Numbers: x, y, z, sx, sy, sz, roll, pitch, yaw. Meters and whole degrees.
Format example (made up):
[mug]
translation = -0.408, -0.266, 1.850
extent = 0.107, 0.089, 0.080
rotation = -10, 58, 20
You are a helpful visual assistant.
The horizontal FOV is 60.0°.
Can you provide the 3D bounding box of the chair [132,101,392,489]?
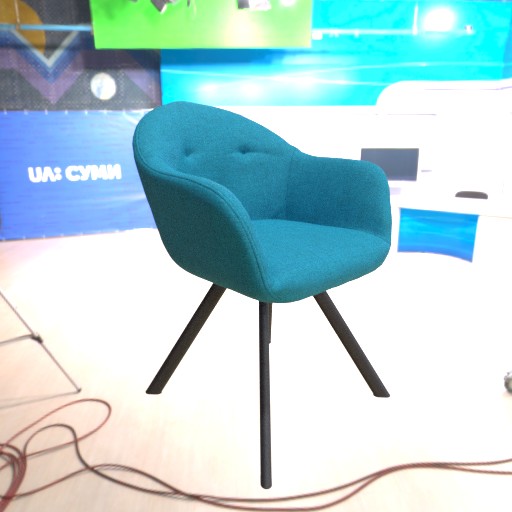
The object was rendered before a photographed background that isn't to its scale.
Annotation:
[chair]
translation = 0.000, 0.000, 1.142
extent = 0.545, 0.775, 0.565
rotation = -15, 22, -41
